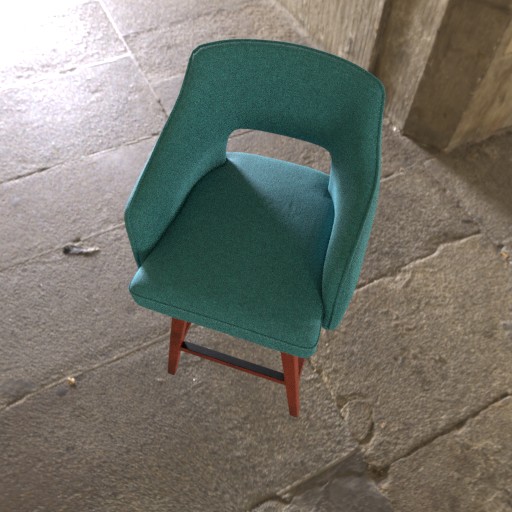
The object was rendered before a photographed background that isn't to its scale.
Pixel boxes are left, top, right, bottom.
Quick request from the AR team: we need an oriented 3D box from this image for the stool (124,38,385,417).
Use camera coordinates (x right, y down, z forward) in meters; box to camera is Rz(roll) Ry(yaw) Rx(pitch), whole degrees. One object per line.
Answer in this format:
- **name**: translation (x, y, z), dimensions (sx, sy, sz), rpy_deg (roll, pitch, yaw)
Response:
- **stool**: translation (0.000, 0.000, 1.247), dimensions (0.548, 0.961, 0.556), rpy_deg (16, 59, 10)
